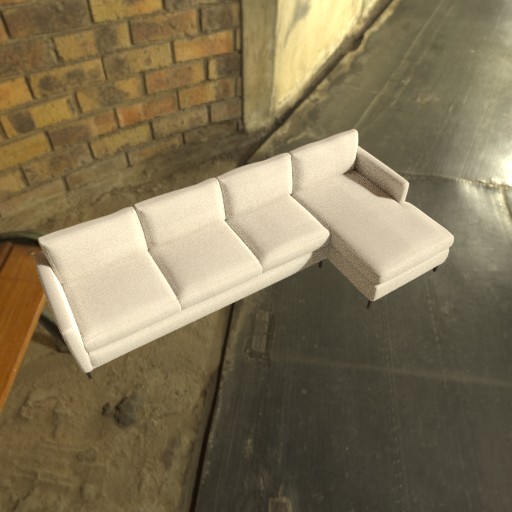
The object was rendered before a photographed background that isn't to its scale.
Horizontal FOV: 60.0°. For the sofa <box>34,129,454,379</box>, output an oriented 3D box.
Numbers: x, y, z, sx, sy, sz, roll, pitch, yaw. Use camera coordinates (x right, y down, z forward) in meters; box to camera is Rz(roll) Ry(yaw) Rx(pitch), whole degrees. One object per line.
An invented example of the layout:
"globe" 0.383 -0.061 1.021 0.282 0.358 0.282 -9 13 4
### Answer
"sofa" 0.000 0.000 2.830 2.445 0.677 1.126 -24 51 -21
